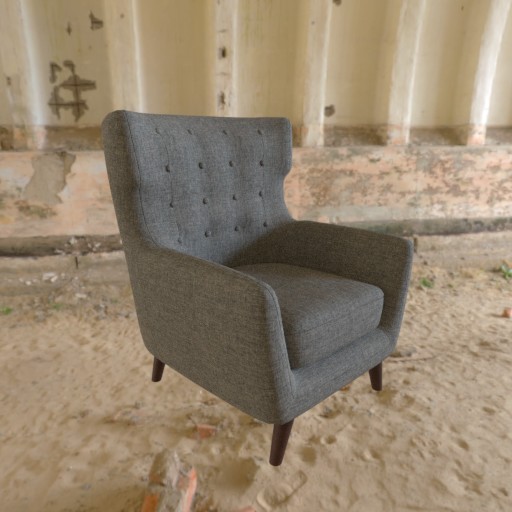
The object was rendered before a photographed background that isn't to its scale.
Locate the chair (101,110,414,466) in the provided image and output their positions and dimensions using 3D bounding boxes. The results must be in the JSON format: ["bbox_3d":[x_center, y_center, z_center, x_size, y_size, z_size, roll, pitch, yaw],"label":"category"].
[{"bbox_3d":[0.000,0.000,1.711,0.878,1.063,0.904,-14,21,-43],"label":"chair"}]
